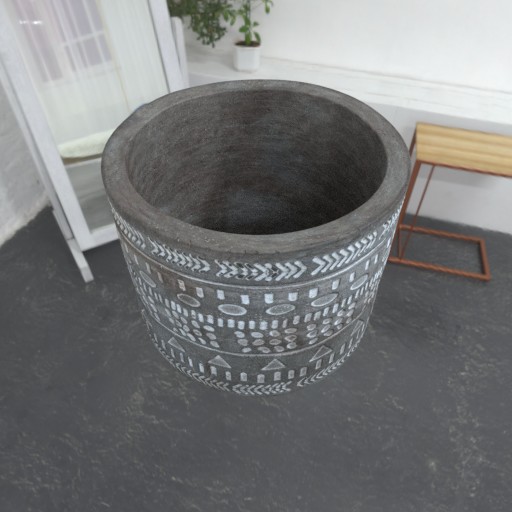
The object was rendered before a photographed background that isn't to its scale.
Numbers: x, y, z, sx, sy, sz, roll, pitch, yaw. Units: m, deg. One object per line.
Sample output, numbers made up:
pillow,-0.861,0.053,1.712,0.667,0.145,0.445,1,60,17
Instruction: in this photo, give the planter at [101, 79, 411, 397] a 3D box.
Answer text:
planter,0.000,0.000,0.259,0.142,0.149,0.142,0,46,0
